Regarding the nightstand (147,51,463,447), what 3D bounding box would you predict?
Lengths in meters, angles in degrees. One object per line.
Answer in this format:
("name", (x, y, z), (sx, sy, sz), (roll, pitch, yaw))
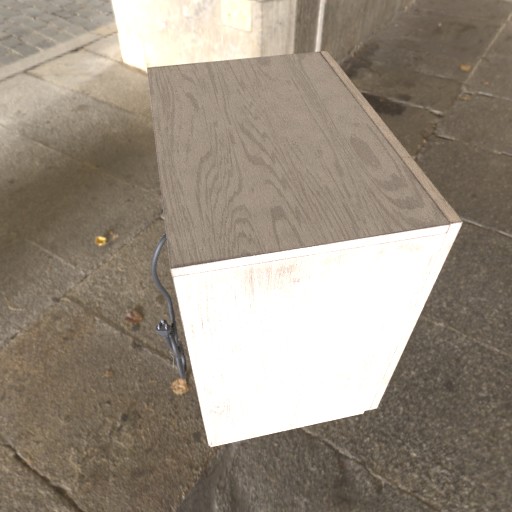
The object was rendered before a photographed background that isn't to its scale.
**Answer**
("nightstand", (0.000, 0.000, 1.054), (0.483, 0.673, 0.612), (-9, 48, -8))
